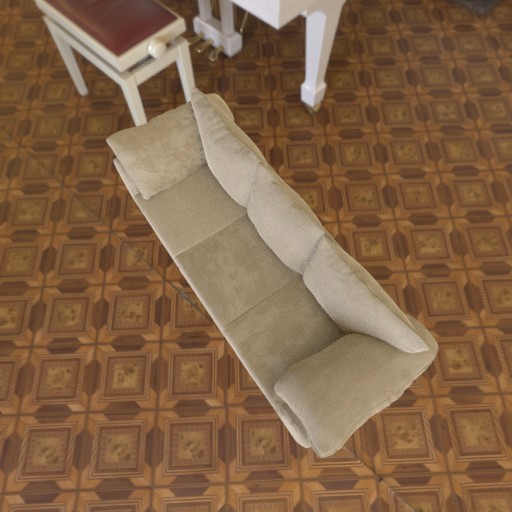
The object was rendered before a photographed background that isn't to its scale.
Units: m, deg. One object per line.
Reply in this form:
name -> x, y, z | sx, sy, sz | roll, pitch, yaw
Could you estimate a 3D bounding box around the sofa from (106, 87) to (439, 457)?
sofa -> 0.000, 0.000, 2.878 | 0.893, 0.981, 2.377 | -31, 67, -15
